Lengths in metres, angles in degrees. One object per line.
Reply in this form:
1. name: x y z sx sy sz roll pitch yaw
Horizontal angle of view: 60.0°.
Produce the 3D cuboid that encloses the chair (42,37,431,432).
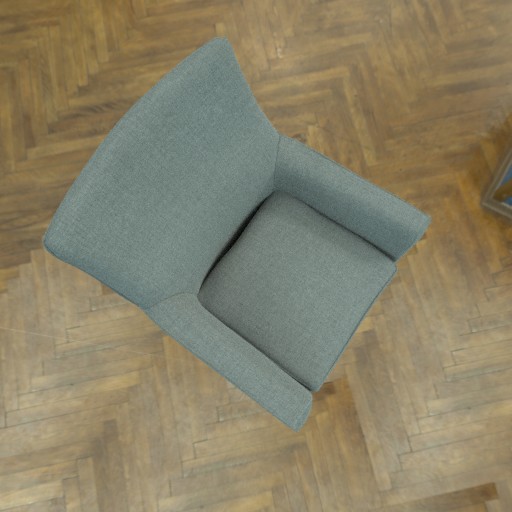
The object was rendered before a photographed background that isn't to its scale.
1. chair: 0.000 0.000 1.741 0.993 1.047 0.887 34 78 8
